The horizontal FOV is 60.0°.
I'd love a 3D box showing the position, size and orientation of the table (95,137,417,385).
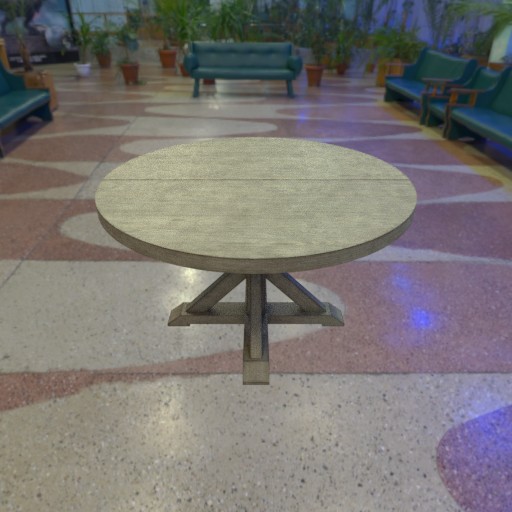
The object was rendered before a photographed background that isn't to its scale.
[{"bbox_3d":[0.000,0.000,2.156,1.363,0.781,1.363,0,30,0],"label":"table"}]
